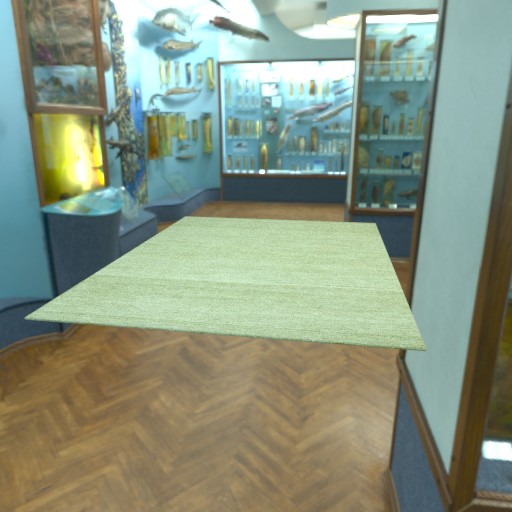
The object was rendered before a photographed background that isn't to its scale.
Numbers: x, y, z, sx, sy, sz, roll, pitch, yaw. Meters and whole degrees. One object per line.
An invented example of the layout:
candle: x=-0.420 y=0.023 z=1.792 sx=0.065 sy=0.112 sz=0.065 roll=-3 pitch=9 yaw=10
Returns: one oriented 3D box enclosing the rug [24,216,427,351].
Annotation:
rug: x=0.000 y=0.000 z=4.109 sx=2.425 sy=0.016 sz=3.198 roll=3 pitch=17 yaw=9
